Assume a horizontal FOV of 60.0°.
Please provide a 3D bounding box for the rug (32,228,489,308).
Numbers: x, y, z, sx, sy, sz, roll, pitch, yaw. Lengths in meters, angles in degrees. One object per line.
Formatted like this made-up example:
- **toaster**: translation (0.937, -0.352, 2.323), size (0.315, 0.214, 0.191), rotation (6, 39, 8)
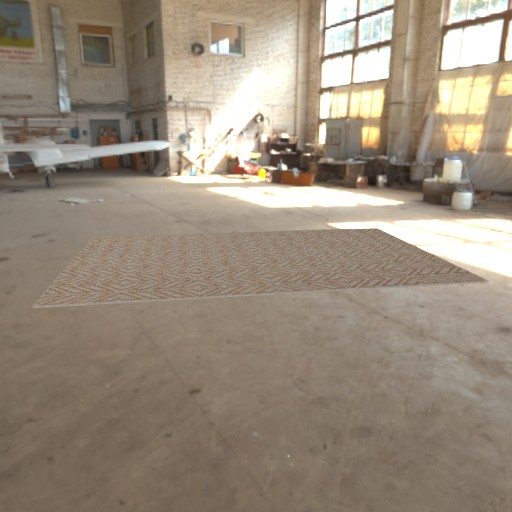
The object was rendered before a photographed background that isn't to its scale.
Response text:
- **rug**: translation (0.000, 0.000, 3.037), size (2.438, 0.008, 1.523), rotation (-2, 15, -9)
